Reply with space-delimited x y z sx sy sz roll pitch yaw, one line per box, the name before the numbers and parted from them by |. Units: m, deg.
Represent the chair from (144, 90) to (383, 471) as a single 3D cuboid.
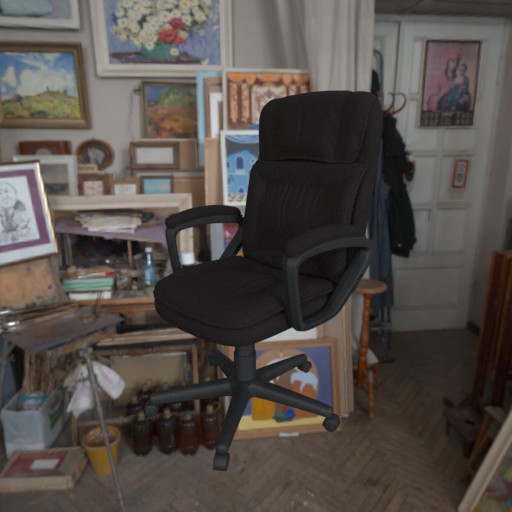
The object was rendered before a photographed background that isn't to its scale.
chair | 0.000 0.000 1.519 0.724 1.105 0.667 -14 20 -43
